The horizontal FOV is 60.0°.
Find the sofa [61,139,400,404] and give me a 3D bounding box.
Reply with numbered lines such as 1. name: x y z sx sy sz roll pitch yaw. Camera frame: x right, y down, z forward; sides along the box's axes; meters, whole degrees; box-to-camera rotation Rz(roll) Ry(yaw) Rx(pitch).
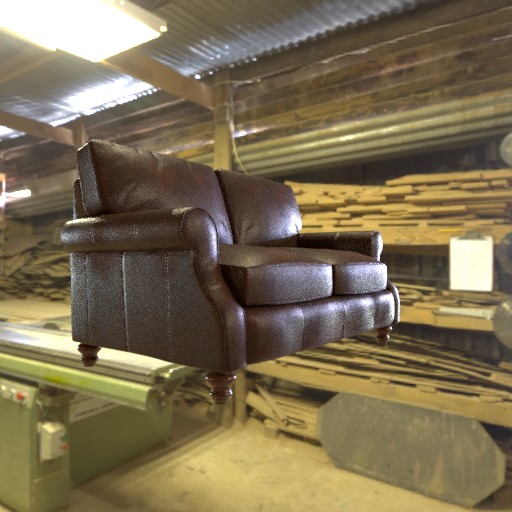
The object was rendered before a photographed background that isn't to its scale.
1. sofa: 0.000 0.000 2.219 0.990 0.976 1.616 0 -1 38
